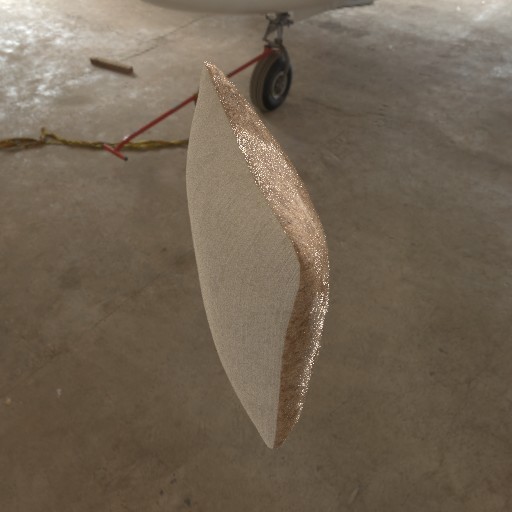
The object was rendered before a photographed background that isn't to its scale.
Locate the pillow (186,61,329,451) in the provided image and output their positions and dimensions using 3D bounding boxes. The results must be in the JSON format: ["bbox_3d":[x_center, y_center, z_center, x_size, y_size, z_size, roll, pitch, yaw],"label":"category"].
[{"bbox_3d":[0.000,0.000,0.821,0.216,0.525,0.538,-10,47,-10],"label":"pillow"}]
